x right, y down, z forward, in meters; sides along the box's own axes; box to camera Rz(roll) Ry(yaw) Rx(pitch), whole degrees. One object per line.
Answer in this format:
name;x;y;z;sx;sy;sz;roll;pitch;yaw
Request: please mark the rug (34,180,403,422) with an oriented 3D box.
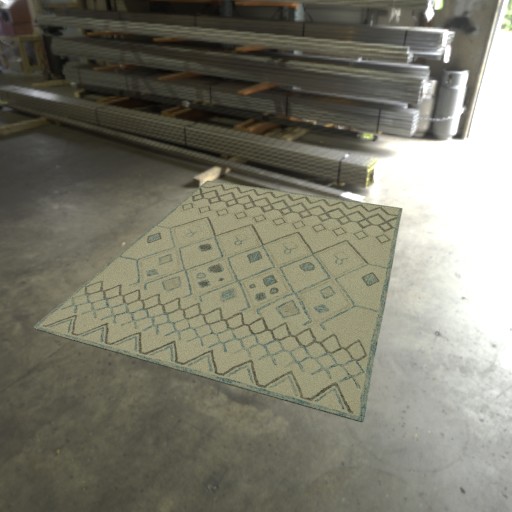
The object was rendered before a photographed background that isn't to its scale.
rug;0.000;0.000;4.162;2.441;0.013;3.056;11;33;17
